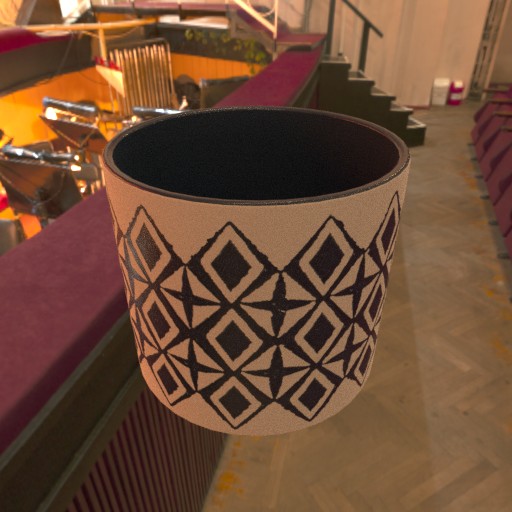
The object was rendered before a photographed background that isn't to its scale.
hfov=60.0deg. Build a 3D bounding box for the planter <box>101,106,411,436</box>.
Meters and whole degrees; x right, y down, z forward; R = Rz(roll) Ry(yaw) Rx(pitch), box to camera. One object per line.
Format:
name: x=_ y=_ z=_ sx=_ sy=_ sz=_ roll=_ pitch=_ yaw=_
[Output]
planter: x=0.000 y=0.000 z=0.273 sx=0.159 sy=0.144 sz=0.159 roll=0 pitch=32 yaw=0
